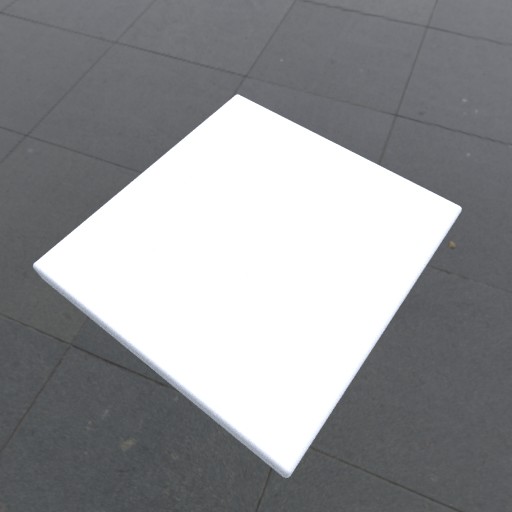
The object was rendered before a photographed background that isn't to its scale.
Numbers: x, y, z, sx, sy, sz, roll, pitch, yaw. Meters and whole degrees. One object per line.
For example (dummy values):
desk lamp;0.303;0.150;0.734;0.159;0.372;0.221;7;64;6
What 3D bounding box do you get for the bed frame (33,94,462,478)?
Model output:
bed frame;0.000;0.000;3.052;1.935;0.525;2.033;33;63;19
